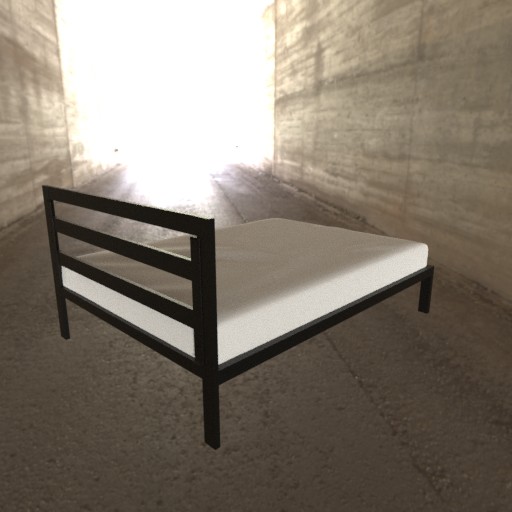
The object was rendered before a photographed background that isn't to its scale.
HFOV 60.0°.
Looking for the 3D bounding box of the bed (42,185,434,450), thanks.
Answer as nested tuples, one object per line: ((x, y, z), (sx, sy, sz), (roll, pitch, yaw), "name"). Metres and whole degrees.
((0.000, 0.000, 2.914), (1.524, 0.967, 2.062), (15, 21, 42), "bed")
